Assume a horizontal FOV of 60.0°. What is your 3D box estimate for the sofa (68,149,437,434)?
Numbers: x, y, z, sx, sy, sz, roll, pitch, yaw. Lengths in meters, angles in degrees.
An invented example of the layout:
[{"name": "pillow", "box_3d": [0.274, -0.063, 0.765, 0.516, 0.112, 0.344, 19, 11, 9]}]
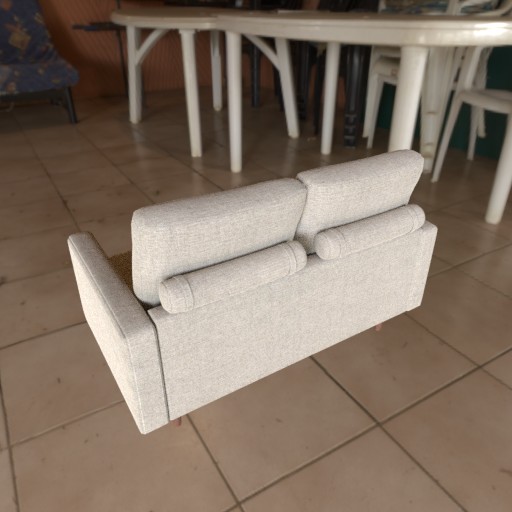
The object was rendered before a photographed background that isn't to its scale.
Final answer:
[{"name": "sofa", "box_3d": [0.000, 0.000, 1.956, 1.407, 0.907, 0.842, -17, 34, -27]}]
